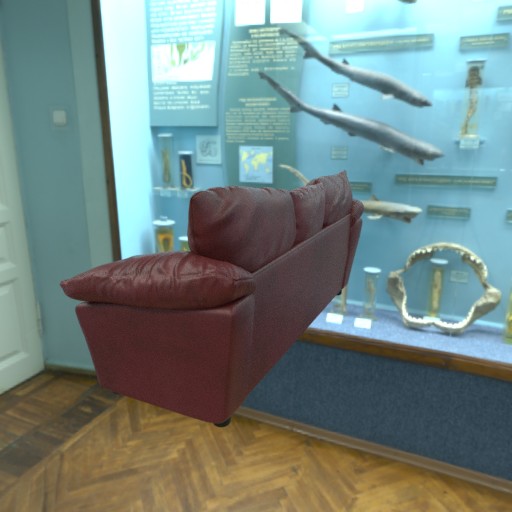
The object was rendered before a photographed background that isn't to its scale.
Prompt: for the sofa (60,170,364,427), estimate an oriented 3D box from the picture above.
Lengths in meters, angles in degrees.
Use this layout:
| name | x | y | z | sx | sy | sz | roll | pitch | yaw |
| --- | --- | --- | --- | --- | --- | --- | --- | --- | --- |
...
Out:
| name | x | y | z | sx | sy | sz | roll | pitch | yaw |
| --- | --- | --- | --- | --- | --- | --- | --- | --- | --- |
| sofa | 0.000 | 0.000 | 2.856 | 0.907 | 1.091 | 2.390 | 7 | 17 | 25 |
